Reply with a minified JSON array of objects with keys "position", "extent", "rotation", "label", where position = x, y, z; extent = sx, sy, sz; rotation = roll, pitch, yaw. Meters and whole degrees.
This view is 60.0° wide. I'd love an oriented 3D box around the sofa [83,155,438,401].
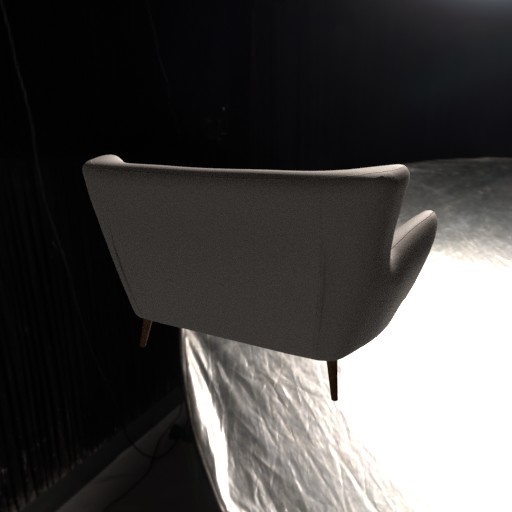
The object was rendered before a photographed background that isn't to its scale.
[{"position":[0.000,0.000,1.994],"extent":[1.424,0.878,0.921],"rotation":[8,18,26],"label":"sofa"}]
